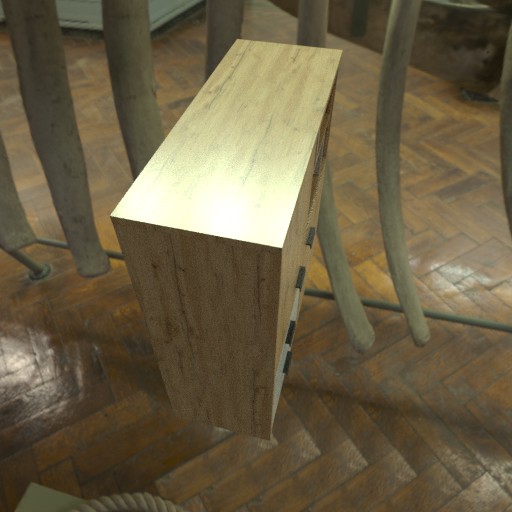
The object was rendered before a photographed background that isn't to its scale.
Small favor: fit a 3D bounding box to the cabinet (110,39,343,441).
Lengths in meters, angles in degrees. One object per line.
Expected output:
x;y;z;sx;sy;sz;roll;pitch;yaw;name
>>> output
0.000;0.000;1.994;0.473;1.397;1.168;11;48;10;cabinet
